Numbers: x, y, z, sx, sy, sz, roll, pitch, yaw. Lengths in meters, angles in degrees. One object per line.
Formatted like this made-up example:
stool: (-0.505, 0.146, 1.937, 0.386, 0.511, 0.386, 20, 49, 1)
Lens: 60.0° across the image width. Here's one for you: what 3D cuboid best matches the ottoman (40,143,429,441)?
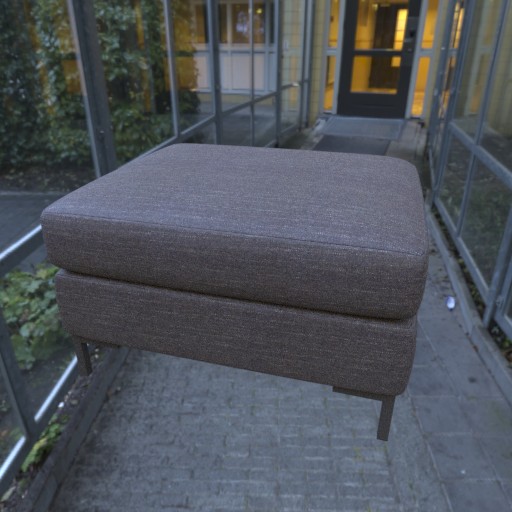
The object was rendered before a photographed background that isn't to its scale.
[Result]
ottoman: (0.000, 0.000, 1.200, 0.820, 0.490, 0.671, 7, 27, 14)
